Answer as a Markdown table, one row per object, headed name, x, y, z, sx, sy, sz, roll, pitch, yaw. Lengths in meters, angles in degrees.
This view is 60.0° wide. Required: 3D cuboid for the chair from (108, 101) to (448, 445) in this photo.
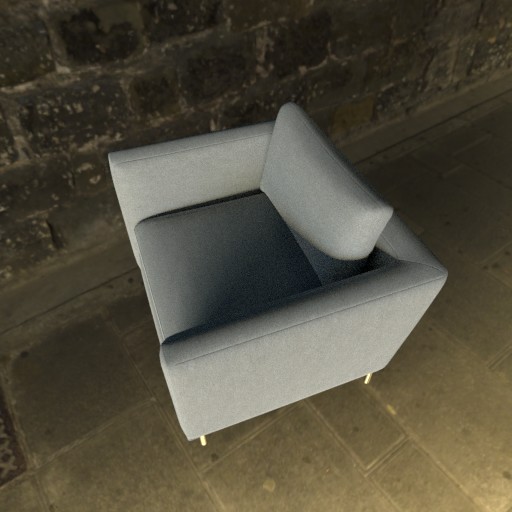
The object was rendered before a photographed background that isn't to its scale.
| name | x | y | z | sx | sy | sz | roll | pitch | yaw |
| --- | --- | --- | --- | --- | --- | --- | --- | --- | --- |
| chair | 0.000 | 0.000 | 1.725 | 0.889 | 0.864 | 1.041 | -16 | 49 | -14 |
